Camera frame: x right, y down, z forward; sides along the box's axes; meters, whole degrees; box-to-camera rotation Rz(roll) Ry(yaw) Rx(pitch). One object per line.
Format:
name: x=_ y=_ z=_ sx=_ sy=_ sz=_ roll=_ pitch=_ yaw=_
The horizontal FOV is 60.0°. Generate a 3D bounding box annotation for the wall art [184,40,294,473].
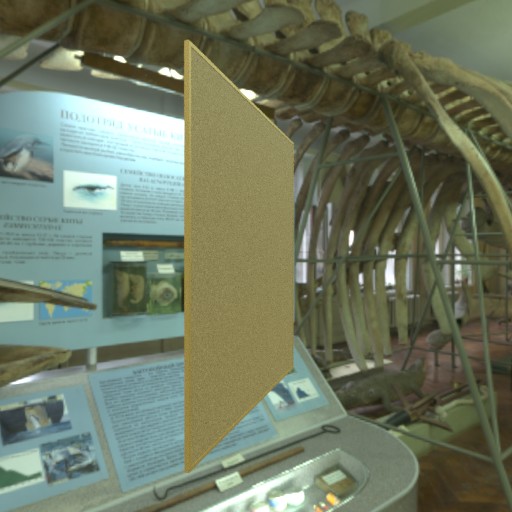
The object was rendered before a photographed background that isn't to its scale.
wall art: x=0.000 y=0.000 z=1.438 sx=0.013 sy=0.959 sz=0.962 roll=0 pitch=0 yaw=19
